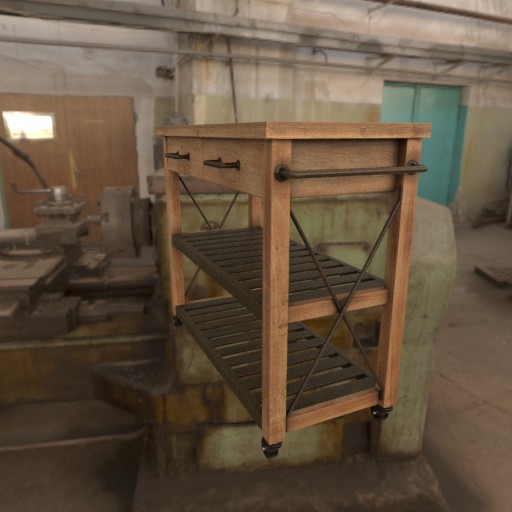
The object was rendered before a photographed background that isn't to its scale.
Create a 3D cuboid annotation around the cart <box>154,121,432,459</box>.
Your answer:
[{"bbox_3d":[0.000,0.000,0.979,0.298,0.554,0.686,-7,17,-24],"label":"cart"}]
